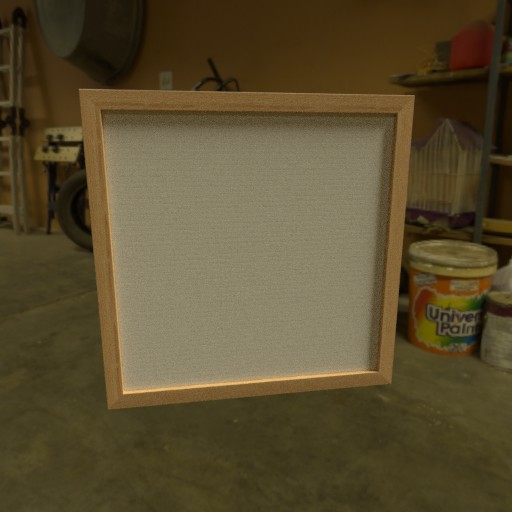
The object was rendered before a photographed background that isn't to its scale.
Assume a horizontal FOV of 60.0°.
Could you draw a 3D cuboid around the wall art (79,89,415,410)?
[{"bbox_3d":[0.000,0.000,1.099,0.762,0.762,0.027,-2,14,-9],"label":"wall art"}]
